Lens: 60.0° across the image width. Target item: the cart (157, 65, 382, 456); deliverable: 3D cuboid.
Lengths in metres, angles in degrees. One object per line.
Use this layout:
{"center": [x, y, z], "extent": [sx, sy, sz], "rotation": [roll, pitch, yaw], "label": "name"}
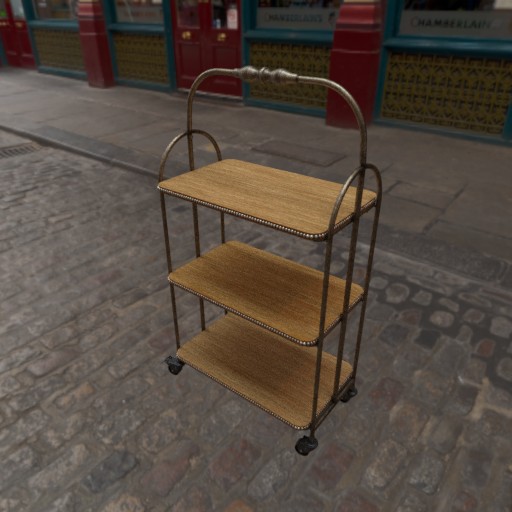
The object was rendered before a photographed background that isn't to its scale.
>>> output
{"center": [0.000, 0.000, 1.330], "extent": [0.650, 1.052, 0.330], "rotation": [21, 35, 32], "label": "cart"}
